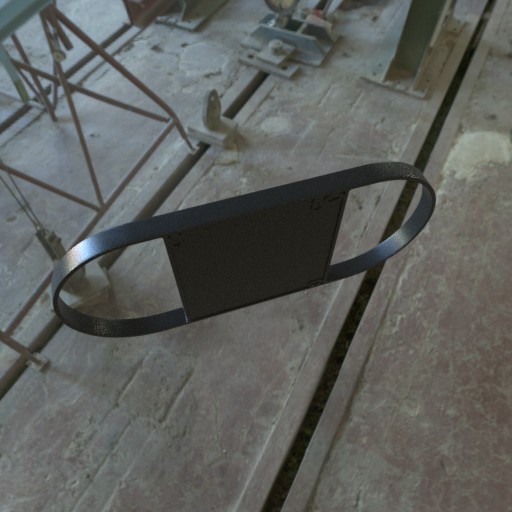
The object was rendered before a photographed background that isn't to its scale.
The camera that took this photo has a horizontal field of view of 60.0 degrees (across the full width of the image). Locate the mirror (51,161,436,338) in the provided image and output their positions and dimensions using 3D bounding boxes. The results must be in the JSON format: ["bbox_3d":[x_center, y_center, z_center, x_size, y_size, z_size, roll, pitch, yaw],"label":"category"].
[{"bbox_3d":[0.000,0.000,0.672,0.584,0.254,0.032,-15,58,-10],"label":"mirror"}]
